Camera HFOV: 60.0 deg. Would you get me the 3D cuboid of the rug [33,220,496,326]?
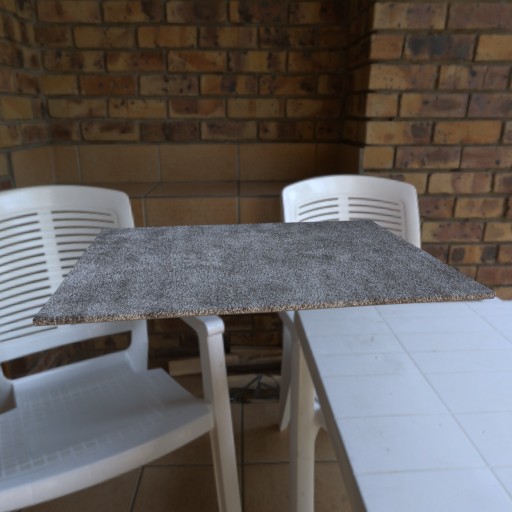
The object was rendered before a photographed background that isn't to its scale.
[{"bbox_3d":[0.000,0.000,2.074,1.601,0.025,1.198,-2,18,-8],"label":"rug"}]
